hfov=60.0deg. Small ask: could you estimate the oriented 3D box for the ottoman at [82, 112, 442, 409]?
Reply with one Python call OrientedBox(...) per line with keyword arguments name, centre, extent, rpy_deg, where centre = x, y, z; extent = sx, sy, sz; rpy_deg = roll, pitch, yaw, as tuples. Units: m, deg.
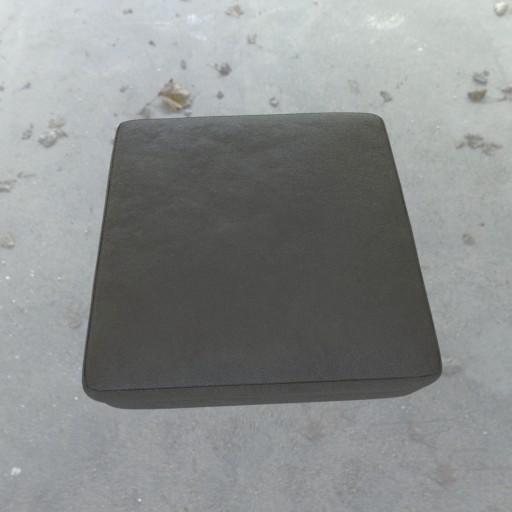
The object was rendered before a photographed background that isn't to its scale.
OrientedBox(name="ottoman", centre=(0.000, 0.000, 1.305), extent=(0.844, 0.415, 0.836), rpy_deg=(-2, 62, -1))
